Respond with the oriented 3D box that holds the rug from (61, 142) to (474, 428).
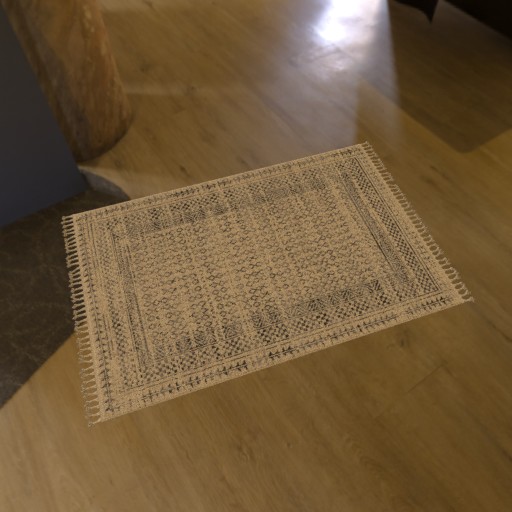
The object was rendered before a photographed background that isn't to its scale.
[{"bbox_3d":[0.000,0.000,3.033,2.486,0.013,1.548,-16,59,-10],"label":"rug"}]
